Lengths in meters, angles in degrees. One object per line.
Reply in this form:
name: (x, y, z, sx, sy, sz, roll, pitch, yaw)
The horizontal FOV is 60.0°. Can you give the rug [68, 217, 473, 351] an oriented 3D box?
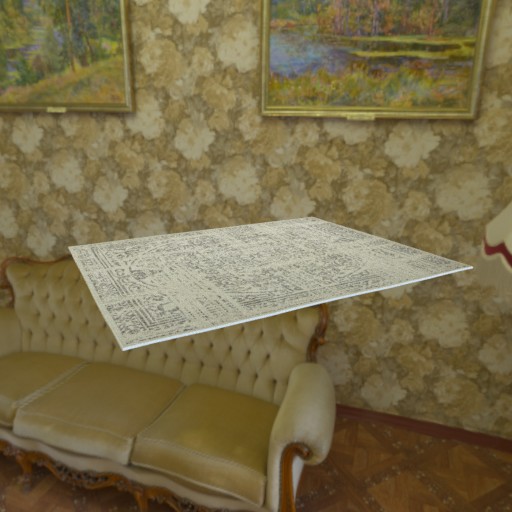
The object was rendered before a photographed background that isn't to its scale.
rug: (0.000, 0.000, 4.012, 2.921, 0.032, 2.311, -9, 19, -27)
